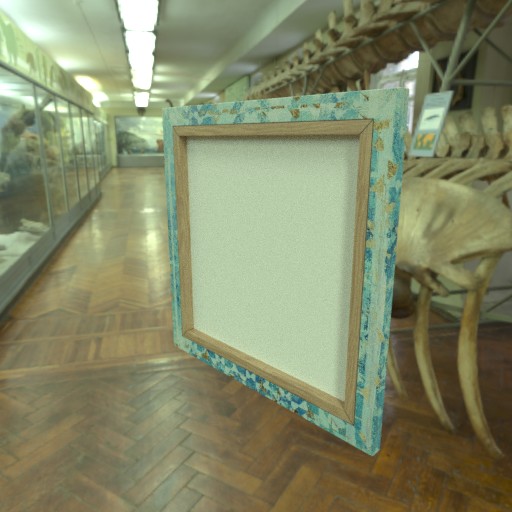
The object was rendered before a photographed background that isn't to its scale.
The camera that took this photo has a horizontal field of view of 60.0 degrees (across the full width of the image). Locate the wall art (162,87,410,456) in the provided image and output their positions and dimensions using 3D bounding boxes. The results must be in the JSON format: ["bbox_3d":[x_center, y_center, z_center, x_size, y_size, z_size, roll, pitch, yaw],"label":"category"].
[{"bbox_3d":[0.000,0.000,1.381,0.040,0.916,0.916,-14,20,-43],"label":"wall art"}]
